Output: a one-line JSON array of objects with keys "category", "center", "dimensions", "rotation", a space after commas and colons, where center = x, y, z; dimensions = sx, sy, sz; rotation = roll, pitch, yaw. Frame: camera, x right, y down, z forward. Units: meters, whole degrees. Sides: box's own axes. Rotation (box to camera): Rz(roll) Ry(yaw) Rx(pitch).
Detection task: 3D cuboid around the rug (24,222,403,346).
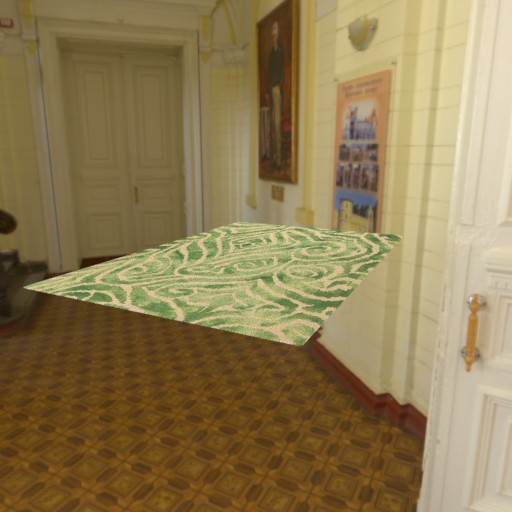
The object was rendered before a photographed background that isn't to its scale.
[{"category": "rug", "center": [0.000, 0.000, 2.343], "dimensions": [1.220, 0.006, 1.826], "rotation": [7, 15, 26]}]
